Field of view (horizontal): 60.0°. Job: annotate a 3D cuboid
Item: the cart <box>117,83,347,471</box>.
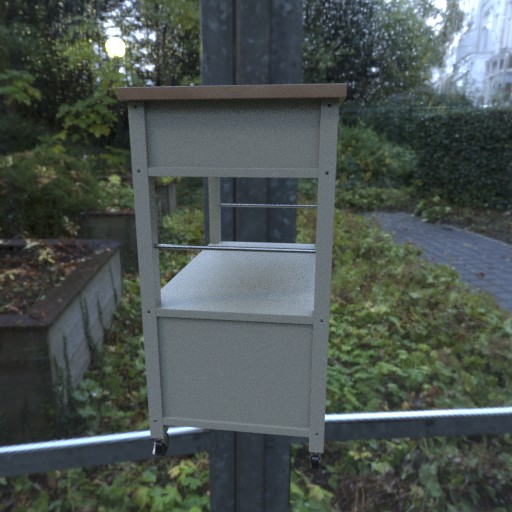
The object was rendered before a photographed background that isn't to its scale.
[{"bbox_3d":[0.000,0.000,1.379,0.459,0.901,0.840,2,15,7],"label":"cart"}]
